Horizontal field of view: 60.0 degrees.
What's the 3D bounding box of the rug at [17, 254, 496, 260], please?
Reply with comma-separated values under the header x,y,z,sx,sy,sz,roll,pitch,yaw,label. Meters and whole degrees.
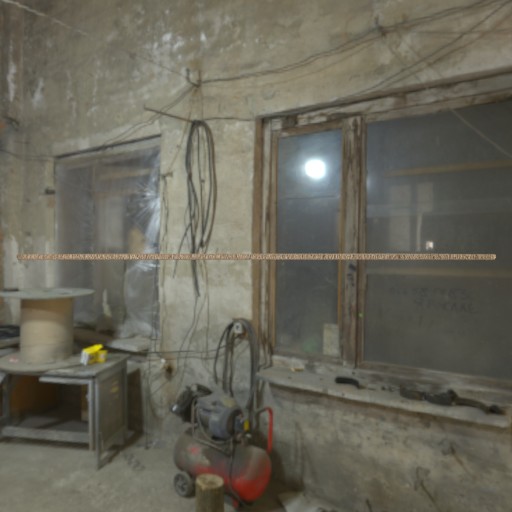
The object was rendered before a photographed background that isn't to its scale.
x,y,z,sx,sy,sz,roll,pitch,yaw,label
0.000,0.000,2.898,2.349,0.026,1.500,0,0,-1,rug
